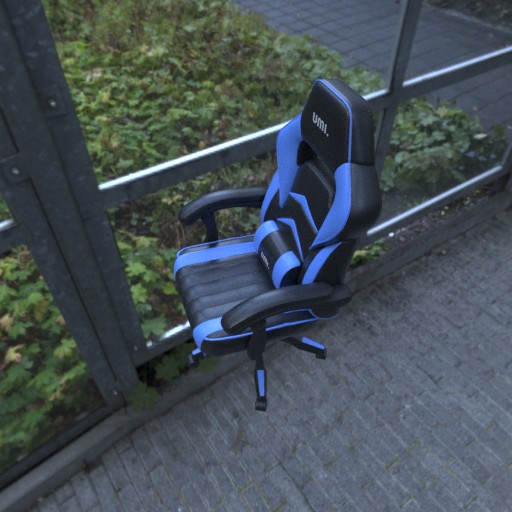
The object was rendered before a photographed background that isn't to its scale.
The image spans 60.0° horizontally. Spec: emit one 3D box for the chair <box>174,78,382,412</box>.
[{"bbox_3d":[0.000,0.000,1.769,0.700,1.280,0.700,-15,48,-15],"label":"chair"}]
